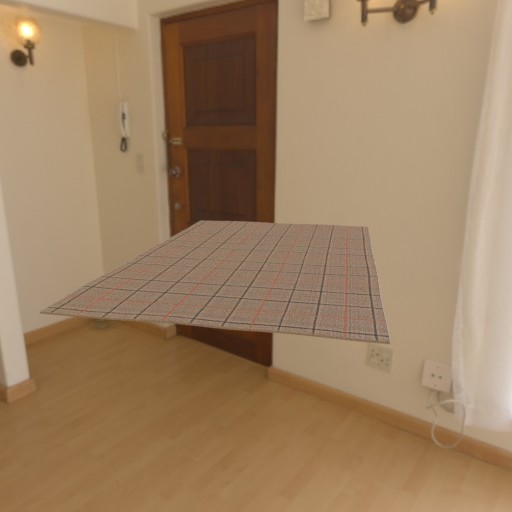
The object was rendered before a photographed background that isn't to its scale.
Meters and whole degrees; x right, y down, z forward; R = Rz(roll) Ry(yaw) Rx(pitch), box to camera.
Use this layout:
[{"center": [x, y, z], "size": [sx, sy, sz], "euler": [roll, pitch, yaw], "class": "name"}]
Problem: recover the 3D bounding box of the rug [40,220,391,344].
[{"center": [0.000, 0.000, 2.344], "size": [1.220, 0.013, 1.829], "euler": [3, 15, 11], "class": "rug"}]
